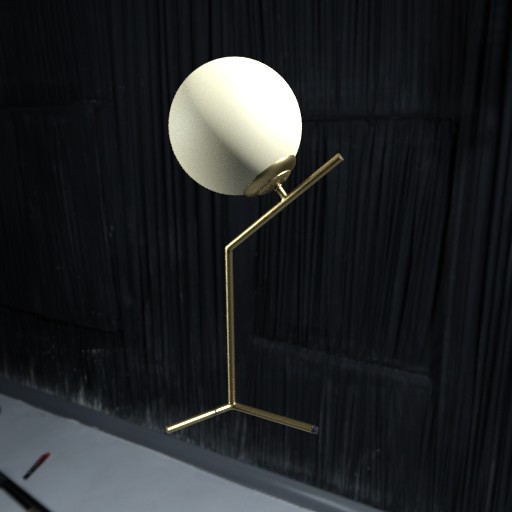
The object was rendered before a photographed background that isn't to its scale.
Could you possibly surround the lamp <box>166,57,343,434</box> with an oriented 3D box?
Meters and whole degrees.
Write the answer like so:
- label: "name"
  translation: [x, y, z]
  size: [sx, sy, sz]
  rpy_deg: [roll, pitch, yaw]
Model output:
- label: "lamp"
  translation: [0.000, 0.000, 0.663]
  size: [0.251, 0.552, 0.210]
  rpy_deg: [8, 17, 25]
